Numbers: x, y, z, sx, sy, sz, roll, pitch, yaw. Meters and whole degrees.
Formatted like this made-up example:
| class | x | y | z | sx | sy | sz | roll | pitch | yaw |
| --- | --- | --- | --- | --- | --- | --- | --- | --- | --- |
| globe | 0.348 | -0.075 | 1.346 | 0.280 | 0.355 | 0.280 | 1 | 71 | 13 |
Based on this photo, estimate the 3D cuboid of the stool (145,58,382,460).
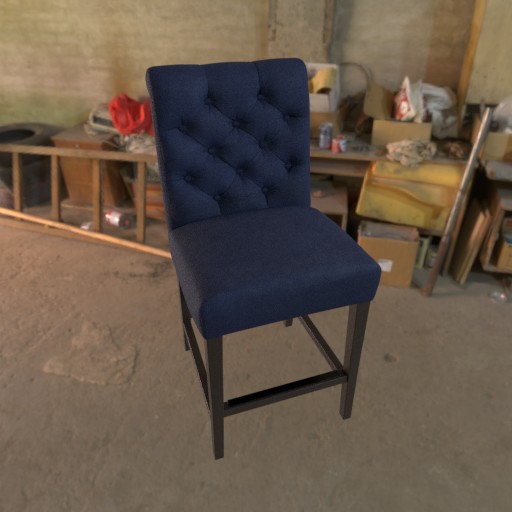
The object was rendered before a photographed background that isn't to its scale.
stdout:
| class | x | y | z | sx | sy | sz | roll | pitch | yaw |
| --- | --- | --- | --- | --- | --- | --- | --- | --- | --- |
| stool | 0.000 | 0.000 | 1.333 | 0.493 | 1.010 | 0.601 | -11 | 35 | -16 |
